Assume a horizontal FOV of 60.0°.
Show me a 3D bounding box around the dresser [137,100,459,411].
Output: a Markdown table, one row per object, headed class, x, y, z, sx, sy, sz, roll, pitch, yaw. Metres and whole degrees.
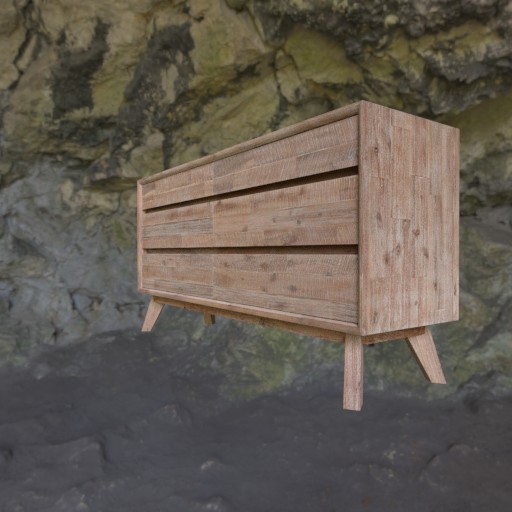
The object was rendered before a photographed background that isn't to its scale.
| class | x | y | z | sx | sy | sz | roll | pitch | yaw |
| --- | --- | --- | --- | --- | --- | --- | --- | --- | --- |
| dresser | 0.000 | 0.000 | 1.891 | 0.455 | 0.805 | 1.554 | 0 | 1 | -36 |
